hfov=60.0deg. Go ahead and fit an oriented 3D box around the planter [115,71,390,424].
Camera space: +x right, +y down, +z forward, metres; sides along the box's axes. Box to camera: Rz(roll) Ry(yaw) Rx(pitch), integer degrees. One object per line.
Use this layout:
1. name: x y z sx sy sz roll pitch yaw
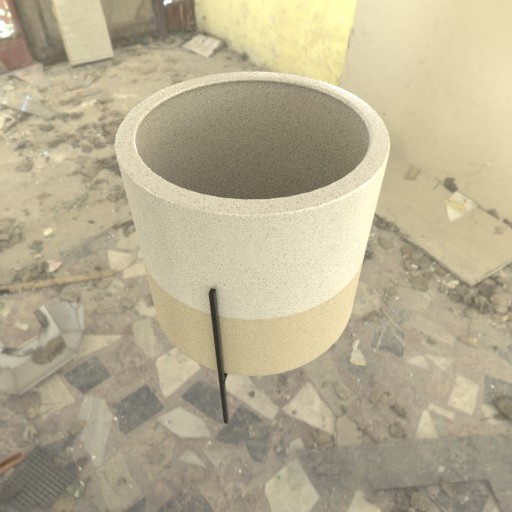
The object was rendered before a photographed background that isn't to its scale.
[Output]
1. planter: 0.000 0.000 0.755 0.368 0.484 0.359 -11 46 -10
